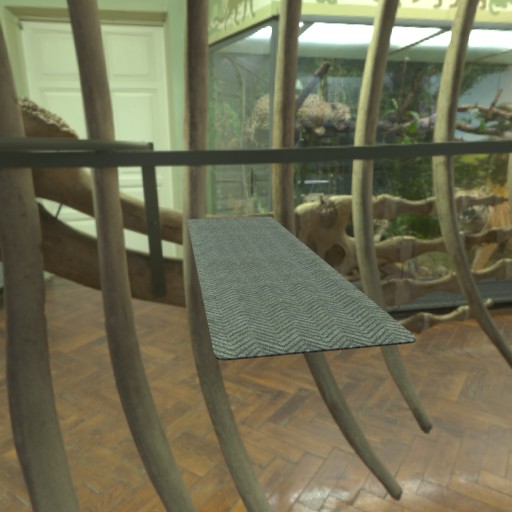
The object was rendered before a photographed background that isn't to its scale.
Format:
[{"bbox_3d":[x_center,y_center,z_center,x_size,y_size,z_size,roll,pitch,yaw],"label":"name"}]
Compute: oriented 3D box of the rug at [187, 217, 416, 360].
[{"bbox_3d":[0.000,0.000,2.503,0.686,0.008,2.286,-3,16,-10],"label":"rug"}]
